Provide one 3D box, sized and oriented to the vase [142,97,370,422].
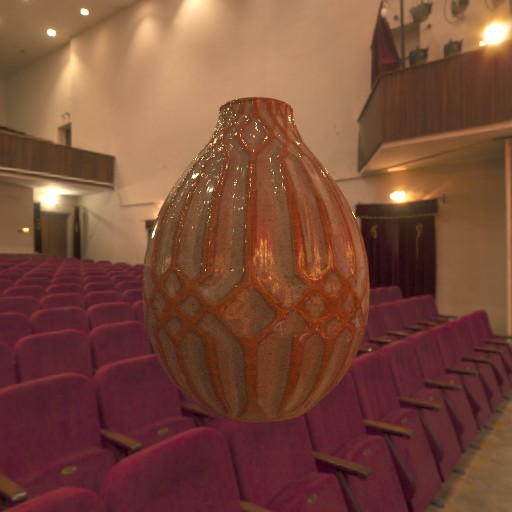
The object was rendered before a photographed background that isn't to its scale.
[{"bbox_3d":[0.000,0.000,0.264,0.131,0.175,0.131,0,-1,0],"label":"vase"}]
